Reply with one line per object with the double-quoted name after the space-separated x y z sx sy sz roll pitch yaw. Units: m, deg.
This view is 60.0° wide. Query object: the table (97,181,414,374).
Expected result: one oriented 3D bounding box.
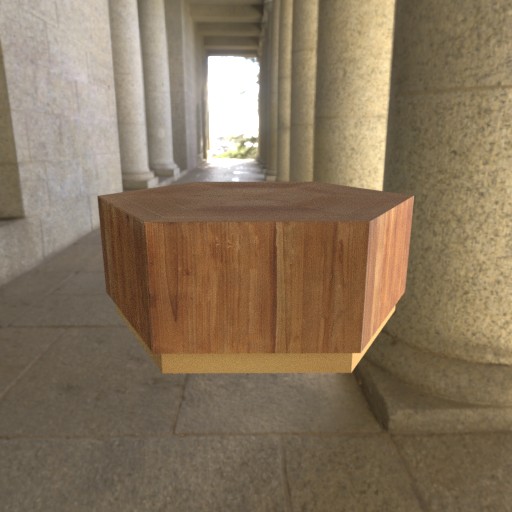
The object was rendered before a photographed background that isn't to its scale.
0.000 0.000 1.675 1.000 0.456 1.154 -9 18 -29 "table"
